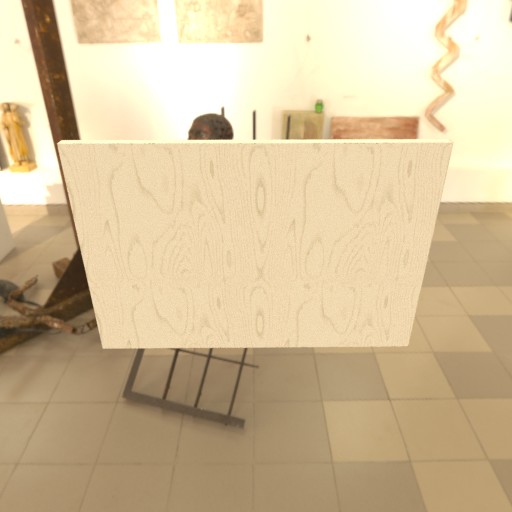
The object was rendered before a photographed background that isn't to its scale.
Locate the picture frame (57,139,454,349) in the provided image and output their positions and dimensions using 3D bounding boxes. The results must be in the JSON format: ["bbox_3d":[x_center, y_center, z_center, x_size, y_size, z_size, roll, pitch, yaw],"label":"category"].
[{"bbox_3d":[0.000,0.000,1.234,0.950,0.640,0.029,0,30,-1],"label":"picture frame"}]
